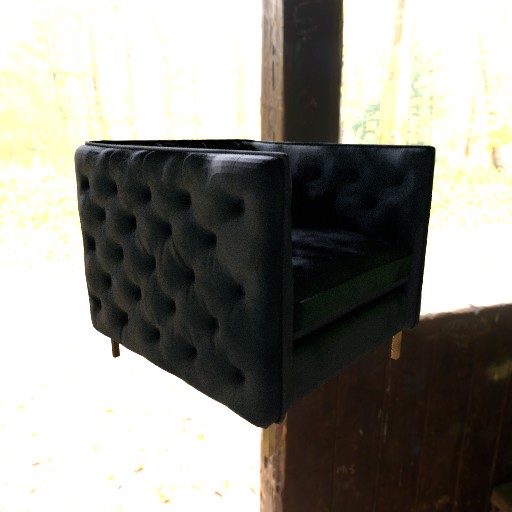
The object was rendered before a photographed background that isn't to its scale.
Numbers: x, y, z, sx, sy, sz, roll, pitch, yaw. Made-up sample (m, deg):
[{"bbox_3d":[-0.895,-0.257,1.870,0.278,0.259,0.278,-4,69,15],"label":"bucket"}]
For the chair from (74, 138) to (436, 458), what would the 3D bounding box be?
[{"bbox_3d":[0.000,0.000,1.522,0.877,0.771,0.868,14,21,41],"label":"chair"}]
